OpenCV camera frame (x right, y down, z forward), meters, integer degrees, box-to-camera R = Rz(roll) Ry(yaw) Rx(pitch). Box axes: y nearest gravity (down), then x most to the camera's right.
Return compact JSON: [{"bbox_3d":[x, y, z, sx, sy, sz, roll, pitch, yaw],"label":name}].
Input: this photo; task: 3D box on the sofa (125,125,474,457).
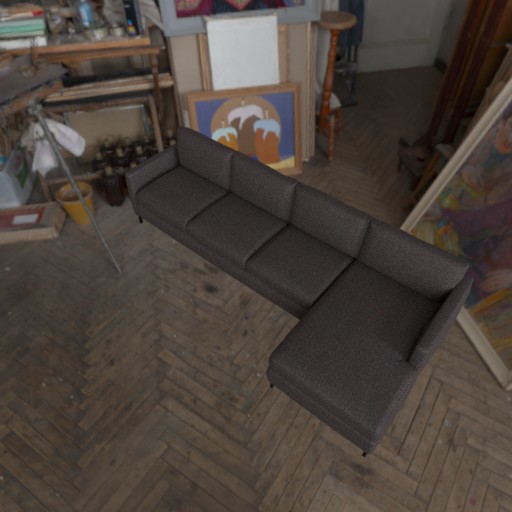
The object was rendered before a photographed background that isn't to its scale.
[{"bbox_3d":[0.000,0.000,3.860,3.221,0.892,1.483,31,54,26],"label":"sofa"}]
